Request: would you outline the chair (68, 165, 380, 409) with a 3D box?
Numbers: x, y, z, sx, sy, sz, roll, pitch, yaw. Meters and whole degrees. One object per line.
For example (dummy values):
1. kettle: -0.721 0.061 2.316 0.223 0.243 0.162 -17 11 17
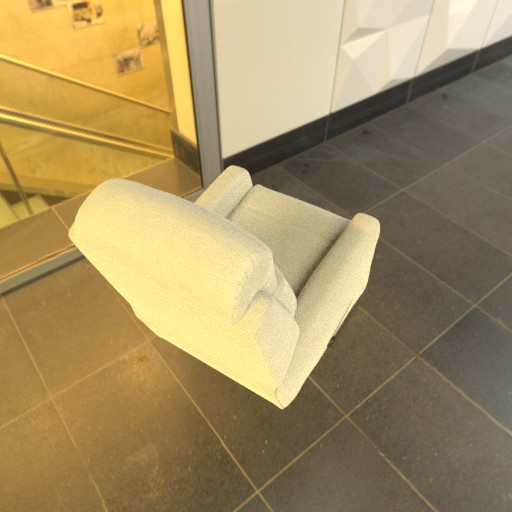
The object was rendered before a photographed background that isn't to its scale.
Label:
1. chair: 0.000 0.000 1.747 0.798 1.013 1.043 25 51 22
